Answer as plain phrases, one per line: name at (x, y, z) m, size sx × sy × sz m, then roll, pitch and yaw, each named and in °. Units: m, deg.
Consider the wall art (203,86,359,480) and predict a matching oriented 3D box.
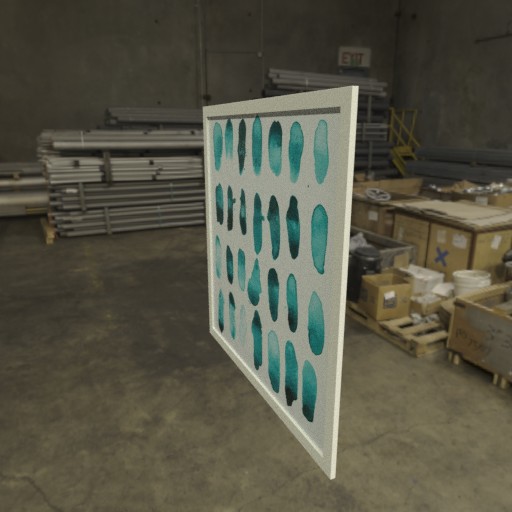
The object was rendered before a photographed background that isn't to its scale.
wall art at (0.000, 0.000, 1.221) m, size 0.013 × 0.813 × 0.812 m, roll -7°, pitch 17°, yaw -24°
